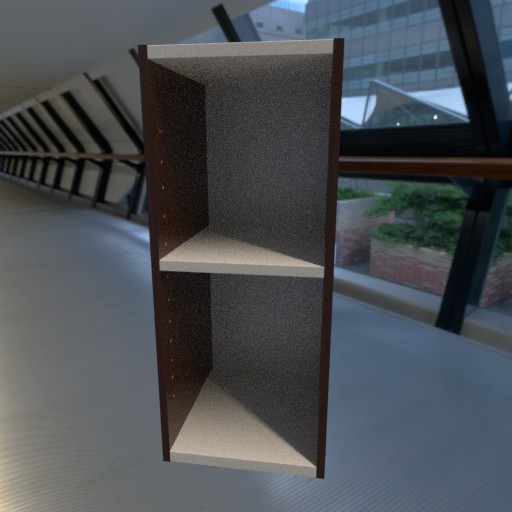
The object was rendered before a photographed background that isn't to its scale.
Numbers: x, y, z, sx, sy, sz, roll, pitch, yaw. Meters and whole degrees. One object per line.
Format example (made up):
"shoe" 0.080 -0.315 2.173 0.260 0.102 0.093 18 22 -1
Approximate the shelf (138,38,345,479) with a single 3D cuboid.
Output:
"shelf" 0.000 0.000 0.740 0.253 0.600 0.290 2 15 8
